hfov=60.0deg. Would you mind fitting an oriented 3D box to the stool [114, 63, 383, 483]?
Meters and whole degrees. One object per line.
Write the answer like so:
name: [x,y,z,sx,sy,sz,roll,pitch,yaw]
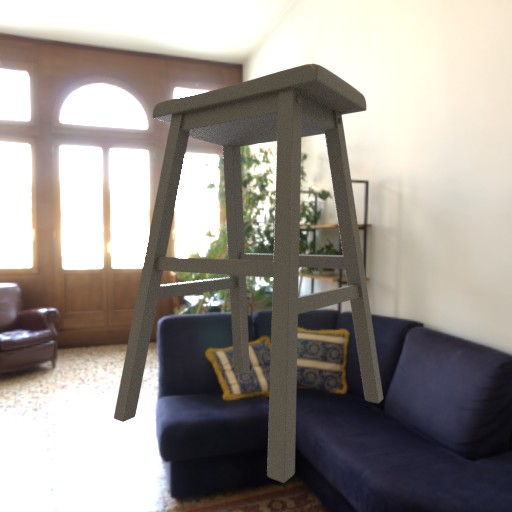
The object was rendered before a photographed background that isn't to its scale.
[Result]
stool: [0.000,0.000,1.054,0.457,0.737,0.476,2,3,36]
